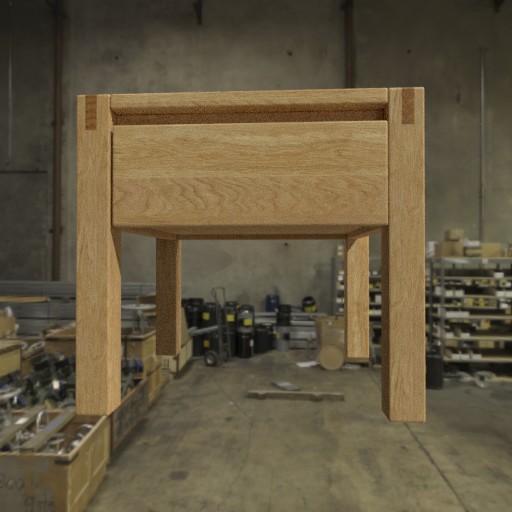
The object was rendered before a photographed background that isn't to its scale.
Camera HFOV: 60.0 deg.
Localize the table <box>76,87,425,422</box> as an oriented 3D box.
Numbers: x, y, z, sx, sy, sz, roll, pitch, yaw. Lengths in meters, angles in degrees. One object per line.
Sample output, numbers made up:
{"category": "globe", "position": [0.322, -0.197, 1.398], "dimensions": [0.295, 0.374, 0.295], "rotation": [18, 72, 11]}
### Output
{"category": "table", "position": [0.000, 0.000, 0.826], "dimensions": [0.480, 0.450, 0.440], "rotation": [0, -1, 4]}
